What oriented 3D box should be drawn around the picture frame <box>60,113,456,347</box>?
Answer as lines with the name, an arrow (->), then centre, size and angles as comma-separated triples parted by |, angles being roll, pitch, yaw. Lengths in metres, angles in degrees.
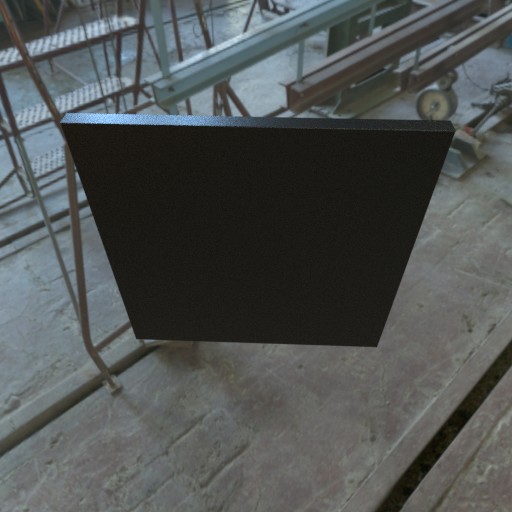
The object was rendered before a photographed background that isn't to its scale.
picture frame -> 0.000, 0.000, 0.836 | 0.559, 0.557, 0.029 | 2, 46, 2
